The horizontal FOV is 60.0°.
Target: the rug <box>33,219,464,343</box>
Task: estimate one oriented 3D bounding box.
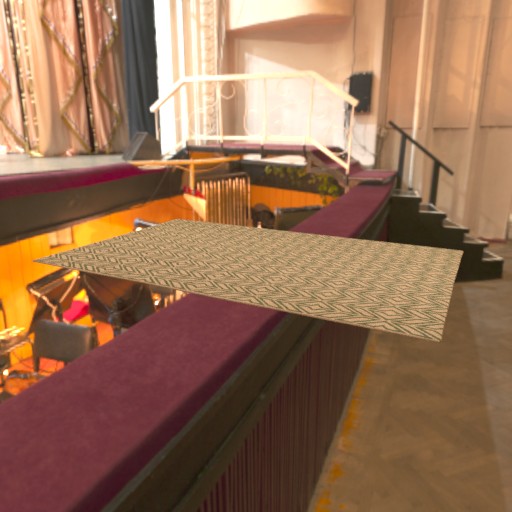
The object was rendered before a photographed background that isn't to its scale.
[{"bbox_3d":[0.000,0.000,2.942,2.435,0.011,1.517,8,18,26],"label":"rug"}]
